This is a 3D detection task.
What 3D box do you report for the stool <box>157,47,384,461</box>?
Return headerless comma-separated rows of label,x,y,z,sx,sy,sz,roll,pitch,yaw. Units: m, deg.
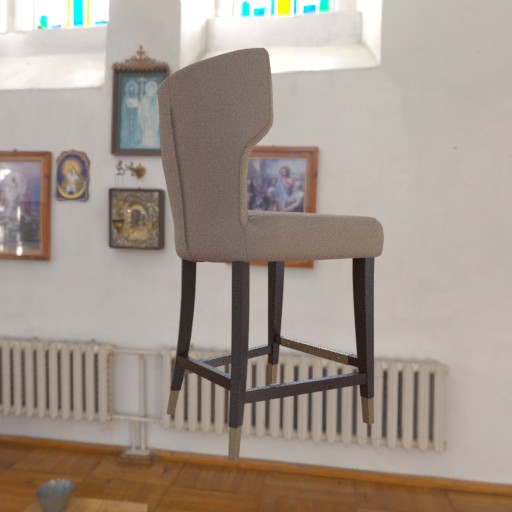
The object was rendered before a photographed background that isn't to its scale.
stool,0.000,0.000,1.334,0.563,0.982,0.527,-1,2,-36
